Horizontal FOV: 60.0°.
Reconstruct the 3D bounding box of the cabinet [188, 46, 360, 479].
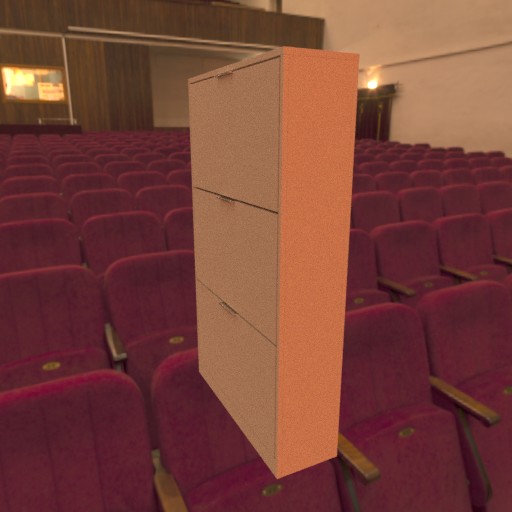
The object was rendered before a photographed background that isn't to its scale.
[{"bbox_3d":[0.000,0.000,1.630,0.250,1.280,0.750,-8,17,-25],"label":"cabinet"}]
